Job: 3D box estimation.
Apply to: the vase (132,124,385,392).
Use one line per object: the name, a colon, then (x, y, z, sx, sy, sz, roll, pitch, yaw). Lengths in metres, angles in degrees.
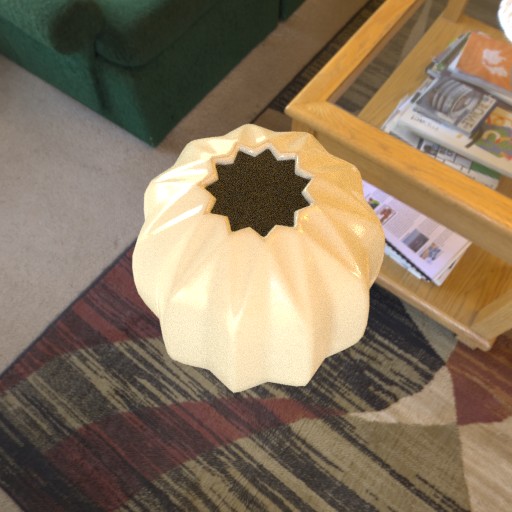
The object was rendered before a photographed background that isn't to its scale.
vase: (0.000, 0.000, 0.247, 0.139, 0.134, 0.139, 0, 65, 0)
